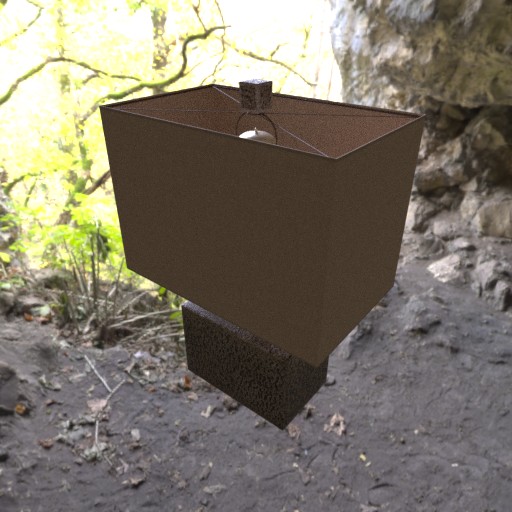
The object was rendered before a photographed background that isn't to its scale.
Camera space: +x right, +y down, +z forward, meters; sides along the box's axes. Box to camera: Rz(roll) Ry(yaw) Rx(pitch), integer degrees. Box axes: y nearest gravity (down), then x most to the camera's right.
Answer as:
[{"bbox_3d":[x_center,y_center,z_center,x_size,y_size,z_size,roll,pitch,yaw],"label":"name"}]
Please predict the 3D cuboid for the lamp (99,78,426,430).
[{"bbox_3d":[0.000,0.000,0.553,0.294,0.411,0.180,22,37,32],"label":"lamp"}]
